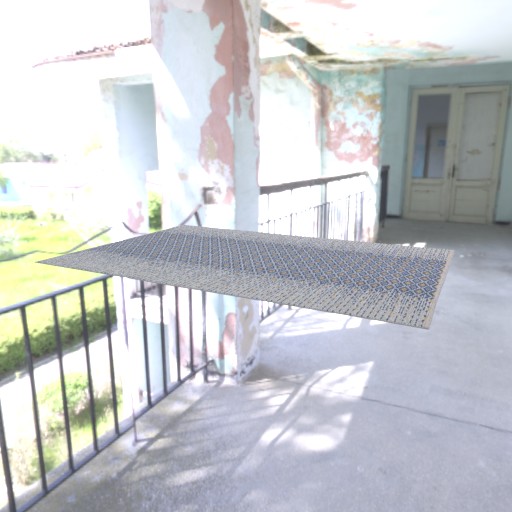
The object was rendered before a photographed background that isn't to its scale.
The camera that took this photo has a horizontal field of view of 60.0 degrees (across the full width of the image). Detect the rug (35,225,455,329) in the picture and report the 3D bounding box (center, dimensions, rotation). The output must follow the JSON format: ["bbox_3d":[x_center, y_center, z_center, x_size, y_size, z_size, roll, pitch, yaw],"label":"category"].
[{"bbox_3d":[0.000,0.000,2.306,1.828,0.005,1.219,7,15,26],"label":"rug"}]
